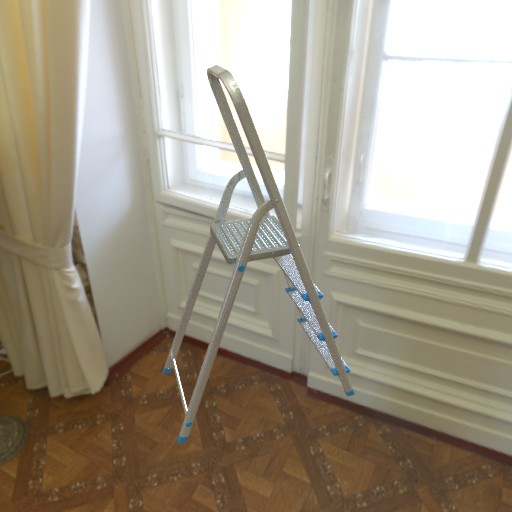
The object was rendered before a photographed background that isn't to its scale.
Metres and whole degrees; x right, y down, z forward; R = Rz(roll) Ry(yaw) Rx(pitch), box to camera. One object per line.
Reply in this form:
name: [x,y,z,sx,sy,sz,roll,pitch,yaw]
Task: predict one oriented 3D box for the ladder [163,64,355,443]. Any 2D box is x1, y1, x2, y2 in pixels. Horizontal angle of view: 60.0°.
ladder: [0.000,0.000,1.801,0.842,1.434,0.445,-10,32,-16]
